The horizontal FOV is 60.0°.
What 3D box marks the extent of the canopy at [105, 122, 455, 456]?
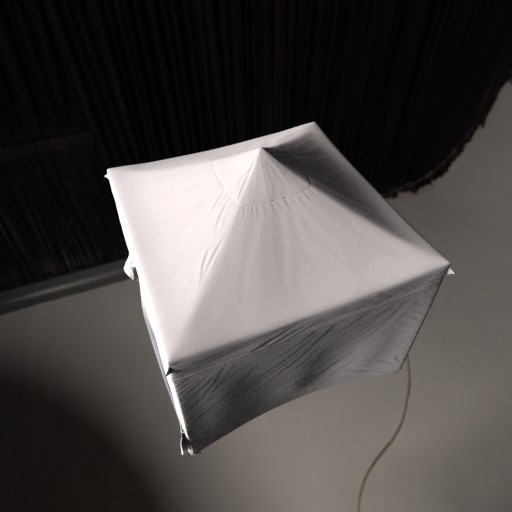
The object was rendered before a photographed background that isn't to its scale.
[{"bbox_3d":[0.000,0.000,5.405,3.121,2.997,3.043,-17,49,-15],"label":"canopy"}]
